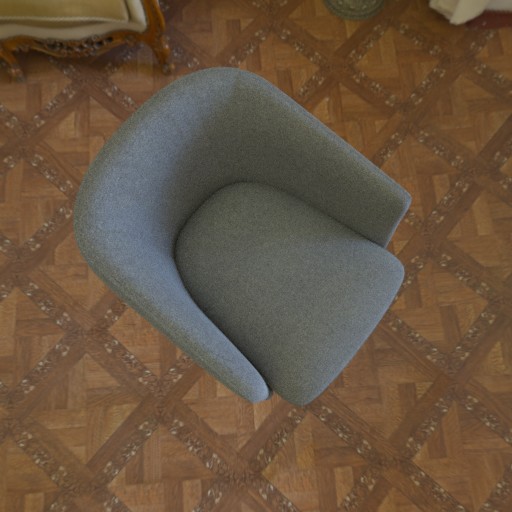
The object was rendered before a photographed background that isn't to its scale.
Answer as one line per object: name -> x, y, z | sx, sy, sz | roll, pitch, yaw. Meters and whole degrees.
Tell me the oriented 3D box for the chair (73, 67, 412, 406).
chair -> 0.000, 0.000, 1.632 | 0.986, 0.861, 0.822 | 39, 79, 9
